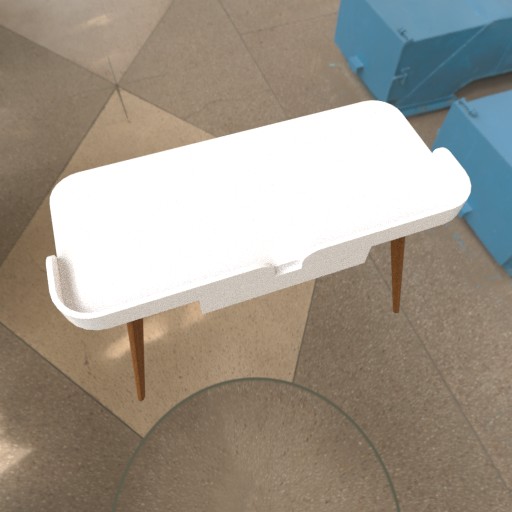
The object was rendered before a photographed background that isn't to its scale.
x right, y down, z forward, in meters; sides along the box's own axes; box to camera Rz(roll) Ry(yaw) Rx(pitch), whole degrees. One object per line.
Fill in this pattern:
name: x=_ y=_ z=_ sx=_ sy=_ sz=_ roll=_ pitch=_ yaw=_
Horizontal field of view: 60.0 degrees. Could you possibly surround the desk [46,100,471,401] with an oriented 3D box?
desk: x=0.000 y=0.000 z=1.633 sx=1.206 sy=0.807 sz=0.534 roll=-17 pitch=60 yaw=-10
